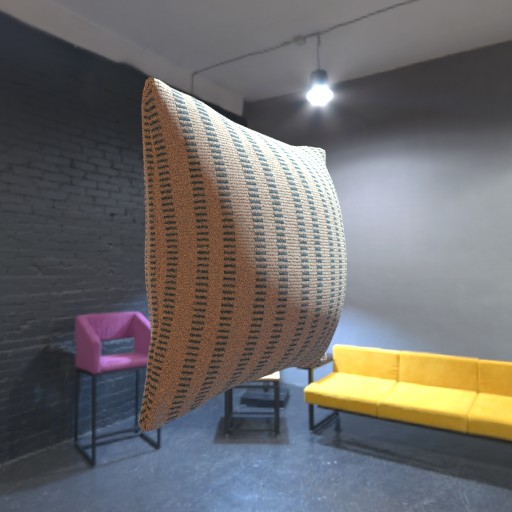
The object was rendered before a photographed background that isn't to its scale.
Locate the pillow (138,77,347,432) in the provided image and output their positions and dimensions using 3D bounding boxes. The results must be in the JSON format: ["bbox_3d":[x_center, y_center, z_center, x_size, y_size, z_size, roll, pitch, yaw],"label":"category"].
[{"bbox_3d":[0.000,0.000,0.691,0.247,0.419,0.438,-1,-1,37],"label":"pillow"}]
